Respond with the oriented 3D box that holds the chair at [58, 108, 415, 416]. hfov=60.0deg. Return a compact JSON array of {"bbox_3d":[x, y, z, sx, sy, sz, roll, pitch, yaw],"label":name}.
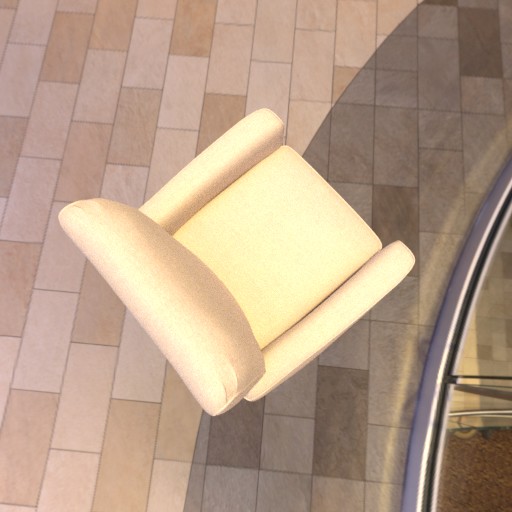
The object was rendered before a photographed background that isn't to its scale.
[{"bbox_3d":[0.000,0.000,1.646,0.858,1.023,0.841,-40,79,-10],"label":"chair"}]
